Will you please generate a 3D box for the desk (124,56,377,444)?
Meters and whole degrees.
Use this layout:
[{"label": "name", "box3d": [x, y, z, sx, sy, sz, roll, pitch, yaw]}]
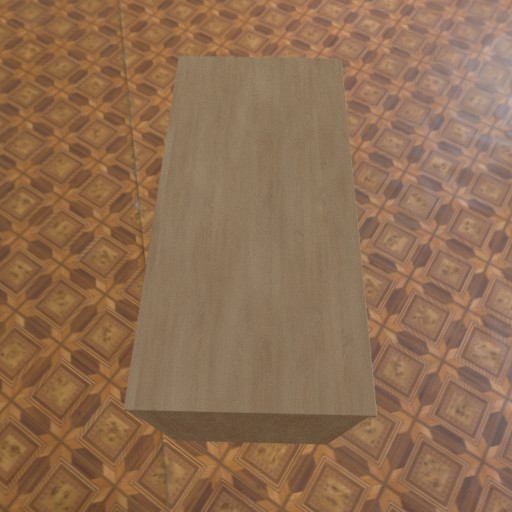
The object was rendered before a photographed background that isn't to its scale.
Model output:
[{"label": "desk", "box3d": [0.000, 0.000, 1.680, 0.600, 0.770, 1.251, 1, 62, 1]}]
